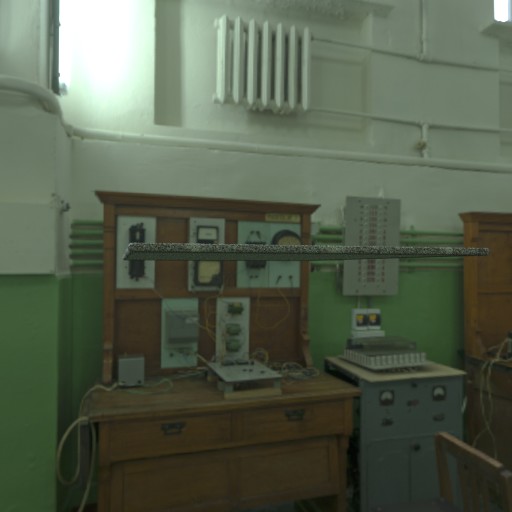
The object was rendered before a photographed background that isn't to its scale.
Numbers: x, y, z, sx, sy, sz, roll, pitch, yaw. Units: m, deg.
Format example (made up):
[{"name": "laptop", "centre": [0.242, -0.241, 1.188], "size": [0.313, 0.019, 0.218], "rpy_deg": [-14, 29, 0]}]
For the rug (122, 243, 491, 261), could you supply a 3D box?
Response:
[{"name": "rug", "centre": [0.000, 0.000, 2.101], "size": [1.200, 0.025, 1.600], "rpy_deg": [0, -1, -17]}]
